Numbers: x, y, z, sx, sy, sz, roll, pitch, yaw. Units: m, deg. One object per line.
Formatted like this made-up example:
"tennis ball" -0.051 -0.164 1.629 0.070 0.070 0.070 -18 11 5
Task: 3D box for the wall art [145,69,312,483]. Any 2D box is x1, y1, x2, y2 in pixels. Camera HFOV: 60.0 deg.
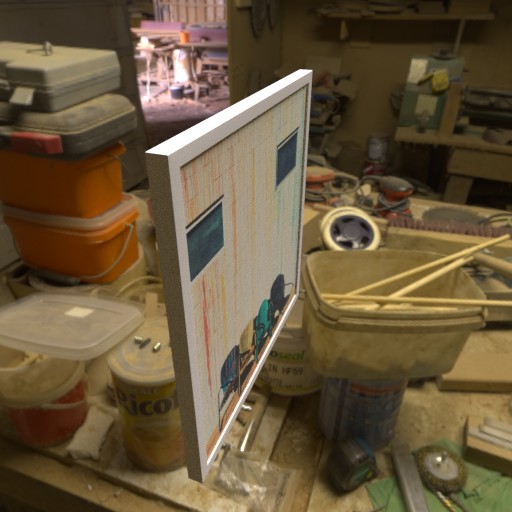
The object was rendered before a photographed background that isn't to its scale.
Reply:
"wall art" 0.000 0.000 1.108 0.036 0.760 0.760 11 33 18
